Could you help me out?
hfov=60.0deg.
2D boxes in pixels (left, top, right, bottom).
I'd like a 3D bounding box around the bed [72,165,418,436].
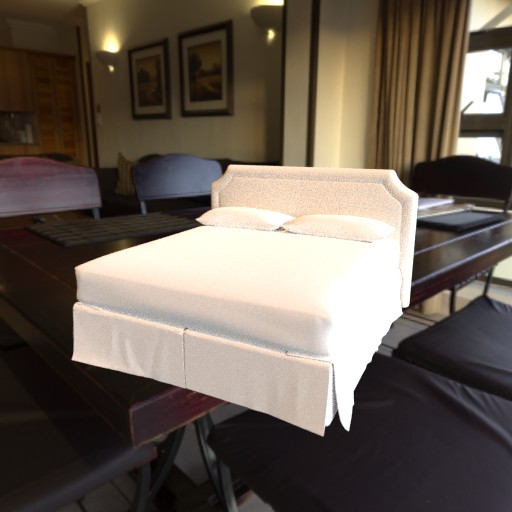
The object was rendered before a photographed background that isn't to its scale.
[{"bbox_3d":[0.000,0.000,3.599,2.160,1.301,2.204,8,17,26],"label":"bed"}]
